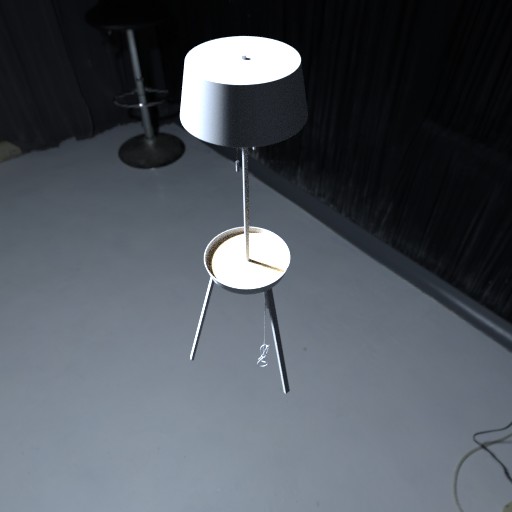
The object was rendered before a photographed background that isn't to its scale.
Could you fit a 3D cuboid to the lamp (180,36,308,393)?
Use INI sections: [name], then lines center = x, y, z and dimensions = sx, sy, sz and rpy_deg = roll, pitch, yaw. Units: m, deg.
[lamp]
center = 0.000, 0.000, 1.638
dimensions = 0.508, 1.429, 0.468
rpy_deg = -31, 54, -26
